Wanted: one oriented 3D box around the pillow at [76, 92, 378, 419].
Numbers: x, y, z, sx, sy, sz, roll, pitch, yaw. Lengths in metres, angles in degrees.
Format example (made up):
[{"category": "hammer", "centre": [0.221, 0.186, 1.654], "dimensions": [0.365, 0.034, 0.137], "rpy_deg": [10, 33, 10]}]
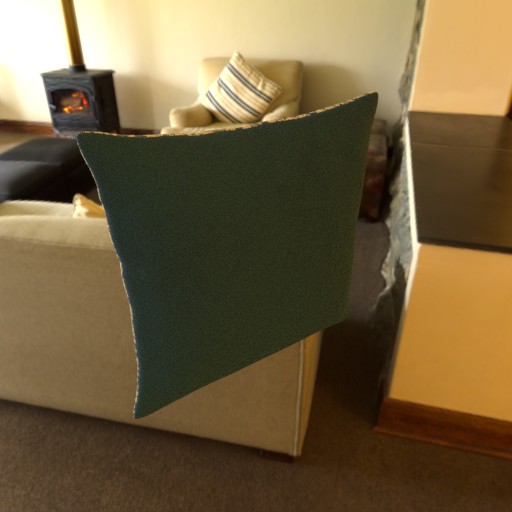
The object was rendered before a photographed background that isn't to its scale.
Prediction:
[{"category": "pillow", "centre": [0.000, 0.000, 0.785], "dimensions": [0.523, 0.510, 0.166], "rpy_deg": [-19, 35, -29]}]
